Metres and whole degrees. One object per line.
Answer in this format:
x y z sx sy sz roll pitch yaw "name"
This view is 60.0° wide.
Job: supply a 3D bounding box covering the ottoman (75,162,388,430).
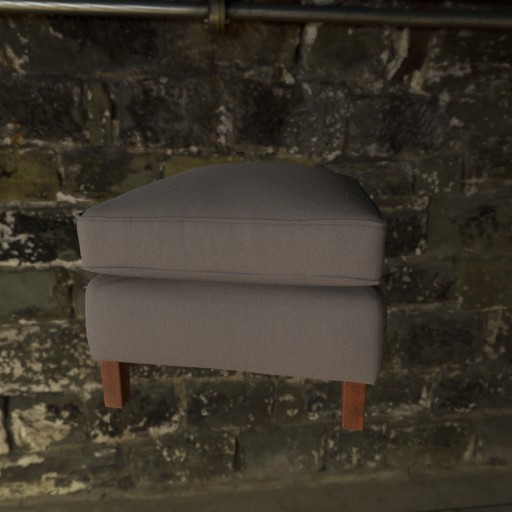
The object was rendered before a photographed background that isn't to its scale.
0.000 0.000 0.990 0.508 0.406 0.686 2 15 8 "ottoman"
